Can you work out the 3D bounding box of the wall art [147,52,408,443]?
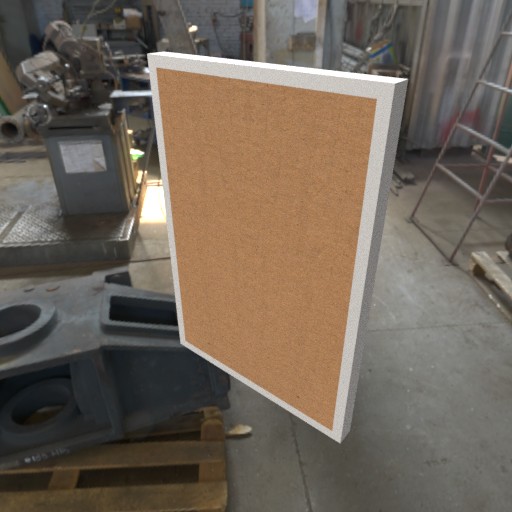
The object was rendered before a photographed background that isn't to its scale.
[{"bbox_3d":[0.000,0.000,0.534,0.293,0.428,0.025,23,38,33],"label":"wall art"}]
